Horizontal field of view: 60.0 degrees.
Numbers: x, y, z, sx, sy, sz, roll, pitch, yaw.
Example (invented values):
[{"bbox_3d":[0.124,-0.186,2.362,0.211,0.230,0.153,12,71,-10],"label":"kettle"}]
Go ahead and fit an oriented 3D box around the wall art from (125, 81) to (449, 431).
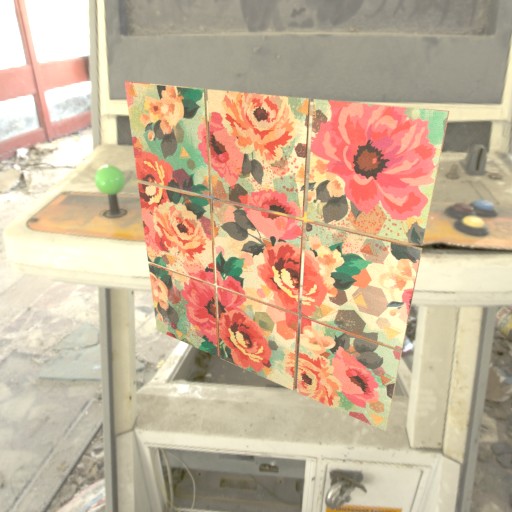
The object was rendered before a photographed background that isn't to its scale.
[{"bbox_3d":[0.000,0.000,1.754,1.216,1.220,0.013,16,32,28],"label":"wall art"}]
